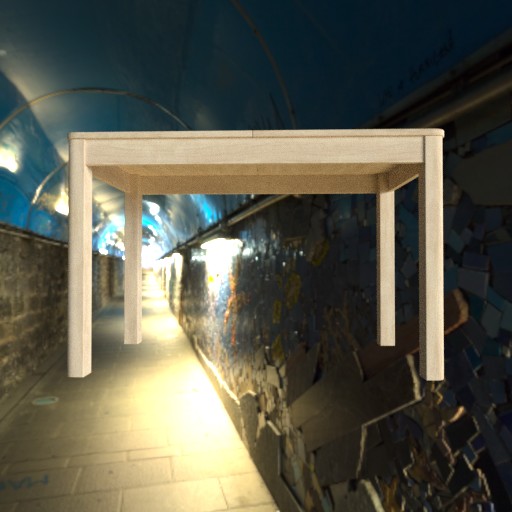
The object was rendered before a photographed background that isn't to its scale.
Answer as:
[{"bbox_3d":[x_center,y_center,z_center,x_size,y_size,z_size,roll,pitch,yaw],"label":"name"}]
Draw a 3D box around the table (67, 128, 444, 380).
[{"bbox_3d":[0.000,0.000,1.975,1.400,0.900,0.750,0,-1,2],"label":"table"}]
